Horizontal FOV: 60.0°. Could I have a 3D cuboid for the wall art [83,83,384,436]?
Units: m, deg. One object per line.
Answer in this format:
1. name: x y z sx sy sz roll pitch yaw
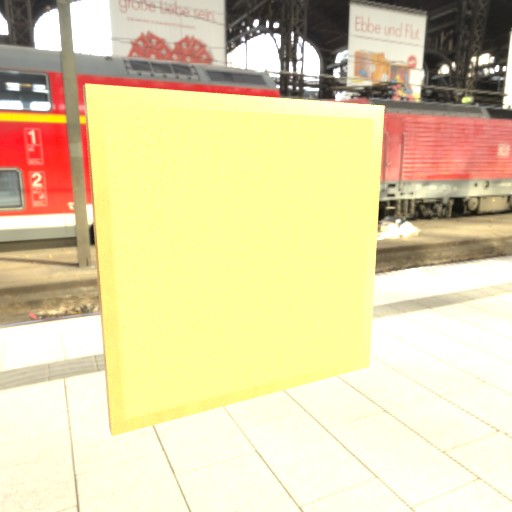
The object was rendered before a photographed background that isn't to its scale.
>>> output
1. wall art: 0.000 0.000 2.852 1.935 1.936 0.097 -6 13 -27
